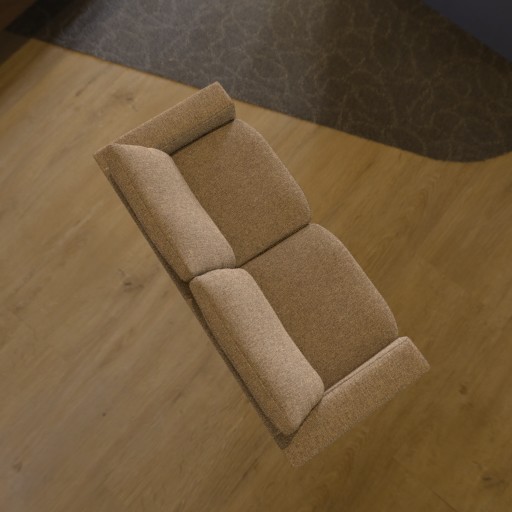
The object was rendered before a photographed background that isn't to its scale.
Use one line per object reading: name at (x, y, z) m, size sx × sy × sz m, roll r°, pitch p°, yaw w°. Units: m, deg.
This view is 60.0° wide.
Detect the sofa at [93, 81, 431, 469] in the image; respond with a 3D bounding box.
sofa at (0.000, 0.000, 2.830) m, size 1.040 × 0.922 × 2.299 m, roll -33°, pitch 79°, yaw -8°
